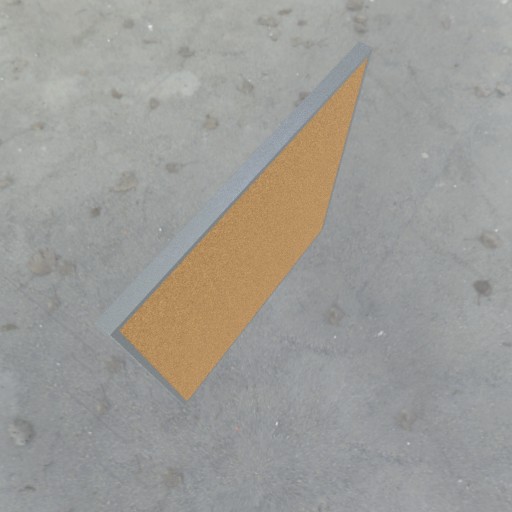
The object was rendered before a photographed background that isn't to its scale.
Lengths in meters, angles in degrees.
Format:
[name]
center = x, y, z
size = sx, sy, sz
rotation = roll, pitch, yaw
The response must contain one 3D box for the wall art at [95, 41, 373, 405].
[wall art]
center = 0.000, 0.000, 1.200
size = 0.038, 0.807, 0.809
rotation = 34, 69, 15
